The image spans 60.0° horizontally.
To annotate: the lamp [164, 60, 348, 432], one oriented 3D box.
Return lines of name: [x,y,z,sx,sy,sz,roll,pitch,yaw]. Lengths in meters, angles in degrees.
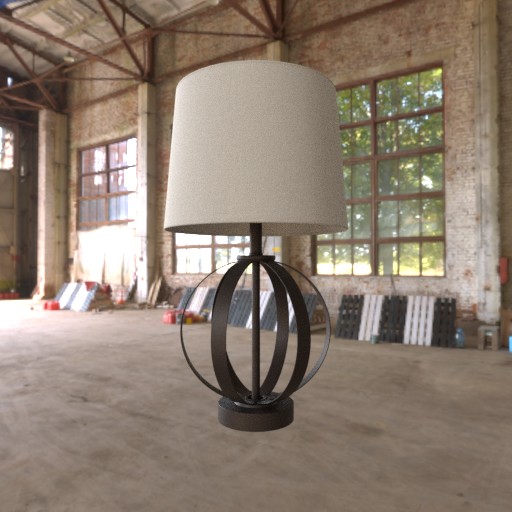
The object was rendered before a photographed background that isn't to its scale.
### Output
lamp: [0.000,0.000,0.703,0.286,0.510,0.286,0,-1,0]
